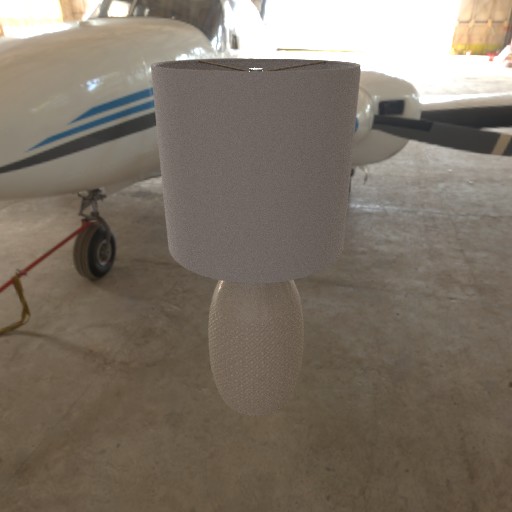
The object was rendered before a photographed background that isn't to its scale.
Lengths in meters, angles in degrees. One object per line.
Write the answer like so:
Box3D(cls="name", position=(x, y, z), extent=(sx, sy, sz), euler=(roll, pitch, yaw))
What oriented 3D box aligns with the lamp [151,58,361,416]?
Box3D(cls="lamp", position=(0.000, 0.000, 0.567), extent=(0.217, 0.453, 0.217), euler=(-20, 33, -34))
